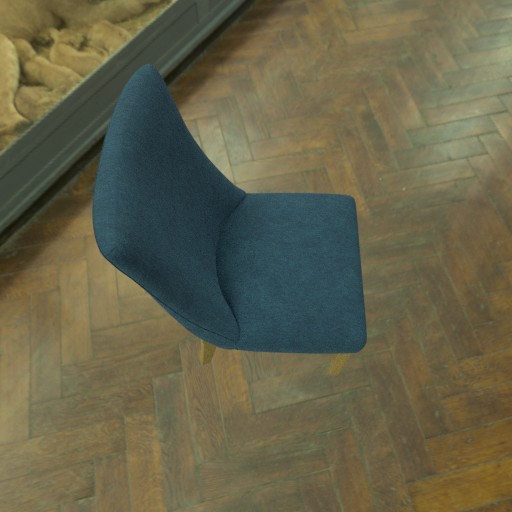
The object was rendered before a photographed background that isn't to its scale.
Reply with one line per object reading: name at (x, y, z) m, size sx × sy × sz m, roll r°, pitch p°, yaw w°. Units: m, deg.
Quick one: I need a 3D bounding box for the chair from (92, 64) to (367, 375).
chair at (0.000, 0.000, 1.244) m, size 0.609 × 0.902 × 0.495 m, roll 2°, pitch 63°, yaw 1°
